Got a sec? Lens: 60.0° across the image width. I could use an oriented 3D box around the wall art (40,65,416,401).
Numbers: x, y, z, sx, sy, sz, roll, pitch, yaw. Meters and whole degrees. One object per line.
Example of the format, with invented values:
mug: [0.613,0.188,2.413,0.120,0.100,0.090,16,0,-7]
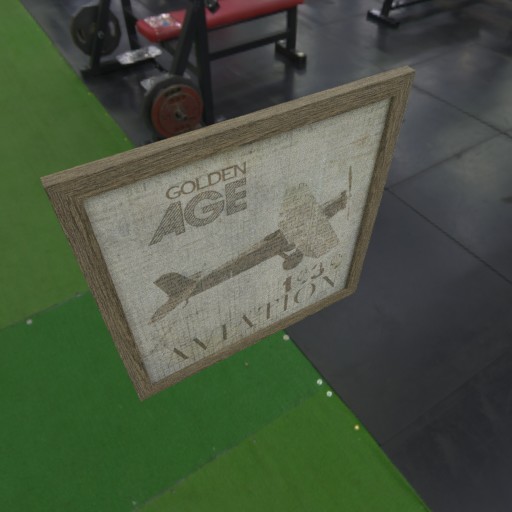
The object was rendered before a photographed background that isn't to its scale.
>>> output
wall art: [0.000,0.000,0.728,0.508,0.508,0.019,-23,52,-20]
